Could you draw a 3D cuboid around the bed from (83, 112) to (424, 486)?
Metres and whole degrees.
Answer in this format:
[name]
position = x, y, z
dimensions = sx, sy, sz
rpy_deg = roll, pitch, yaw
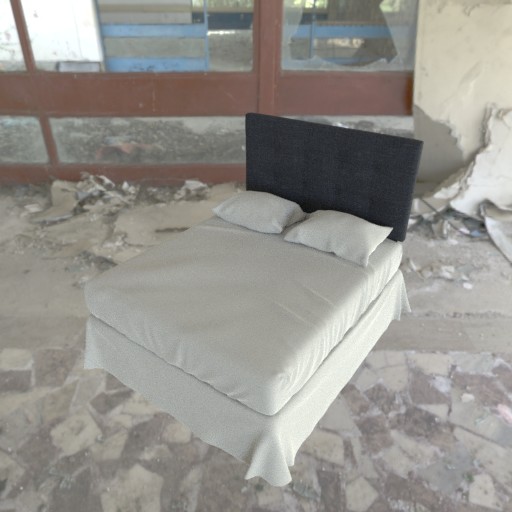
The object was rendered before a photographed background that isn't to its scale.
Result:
[bed]
position = 0.000, 0.000, 3.380
dimensions = 1.936, 1.577, 2.222
rpy_deg = 20, 36, 30
